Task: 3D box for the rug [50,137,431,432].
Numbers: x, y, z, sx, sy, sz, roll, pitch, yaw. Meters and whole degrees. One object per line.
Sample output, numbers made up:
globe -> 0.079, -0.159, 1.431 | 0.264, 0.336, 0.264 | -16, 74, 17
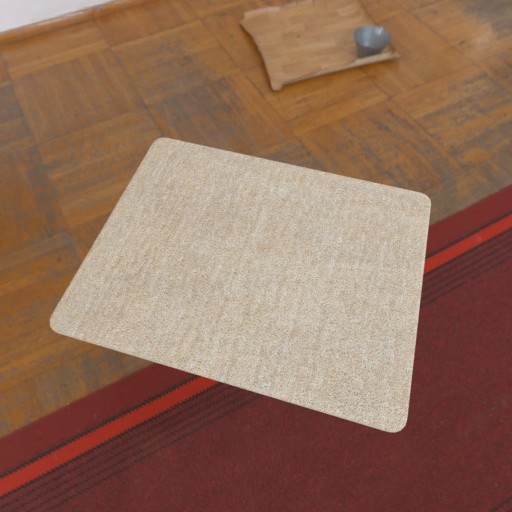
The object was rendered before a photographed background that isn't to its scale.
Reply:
rug -> 0.000, 0.000, 3.455 | 2.528, 0.048, 2.009 | 14, 59, 9
